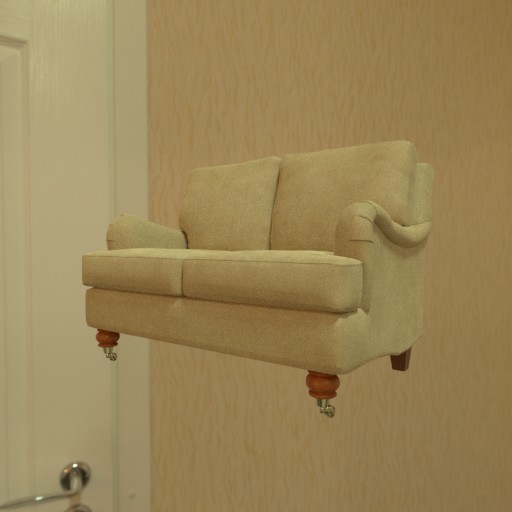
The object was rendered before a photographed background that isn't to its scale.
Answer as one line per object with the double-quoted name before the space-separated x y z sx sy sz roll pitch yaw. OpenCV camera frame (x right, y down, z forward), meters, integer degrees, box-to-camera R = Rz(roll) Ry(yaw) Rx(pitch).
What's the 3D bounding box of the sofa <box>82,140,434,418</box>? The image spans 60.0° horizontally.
"sofa" 0.000 0.000 2.229 1.498 1.087 1.086 1 2 36
